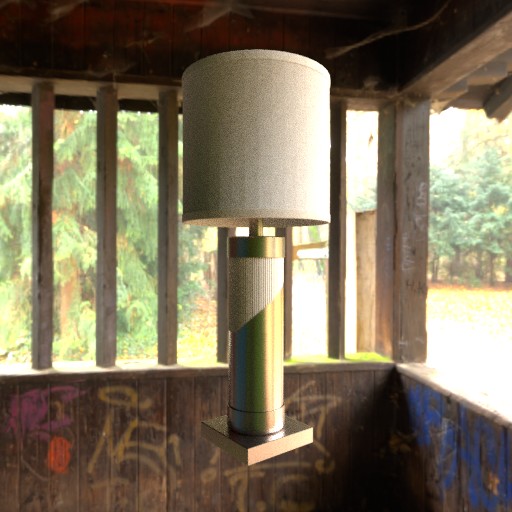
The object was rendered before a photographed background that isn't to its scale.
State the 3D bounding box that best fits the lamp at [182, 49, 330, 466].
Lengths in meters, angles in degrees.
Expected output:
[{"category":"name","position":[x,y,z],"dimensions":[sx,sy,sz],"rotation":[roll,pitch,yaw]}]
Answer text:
[{"category":"lamp","position":[0.000,0.000,0.614],"dimensions":[0.202,0.509,0.202],"rotation":[0,1,-38]}]
